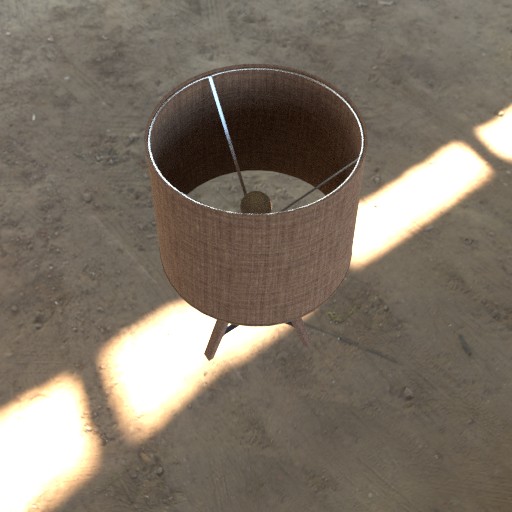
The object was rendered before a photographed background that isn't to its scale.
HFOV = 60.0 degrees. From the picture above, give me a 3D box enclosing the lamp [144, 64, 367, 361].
[{"bbox_3d":[0.000,0.000,0.711,0.290,0.514,0.290,0,57,0],"label":"lamp"}]
